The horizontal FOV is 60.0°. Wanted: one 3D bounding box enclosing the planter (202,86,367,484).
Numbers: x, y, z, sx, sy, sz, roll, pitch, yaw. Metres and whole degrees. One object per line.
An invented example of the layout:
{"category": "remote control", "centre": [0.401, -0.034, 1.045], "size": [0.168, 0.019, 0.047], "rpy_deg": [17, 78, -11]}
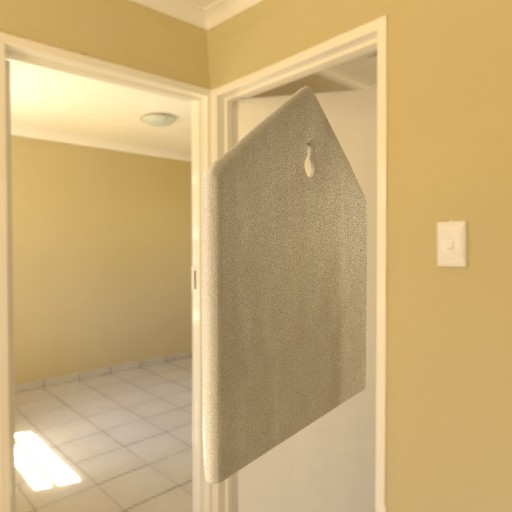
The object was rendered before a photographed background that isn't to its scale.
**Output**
{"category": "planter", "centre": [0.000, 0.000, 0.276], "size": [0.080, 0.194, 0.163], "rpy_deg": [1, 2, 37]}
